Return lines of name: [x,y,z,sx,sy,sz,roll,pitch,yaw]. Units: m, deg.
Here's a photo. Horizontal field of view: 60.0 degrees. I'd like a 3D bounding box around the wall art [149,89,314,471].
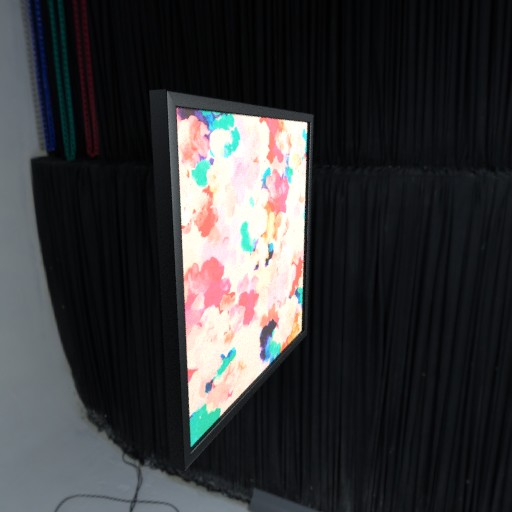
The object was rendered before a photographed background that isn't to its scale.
wall art: [0.000,0.000,1.172,0.036,0.755,0.756,7,16,25]
